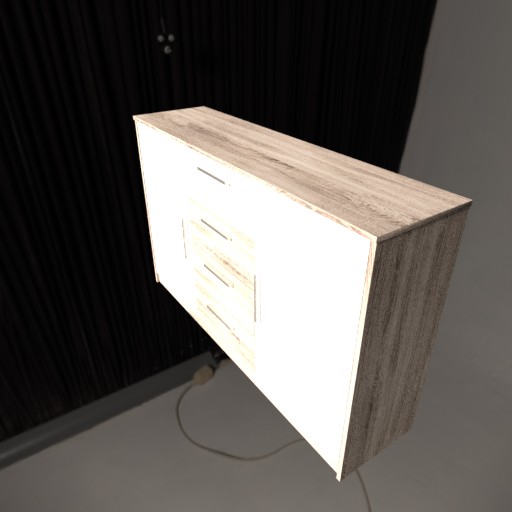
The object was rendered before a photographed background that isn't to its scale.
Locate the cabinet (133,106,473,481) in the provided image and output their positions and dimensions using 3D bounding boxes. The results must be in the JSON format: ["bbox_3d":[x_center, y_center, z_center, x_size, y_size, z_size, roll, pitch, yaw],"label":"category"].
[{"bbox_3d":[0.000,0.000,1.810,0.380,0.900,1.450,-19,35,-30],"label":"cabinet"}]
